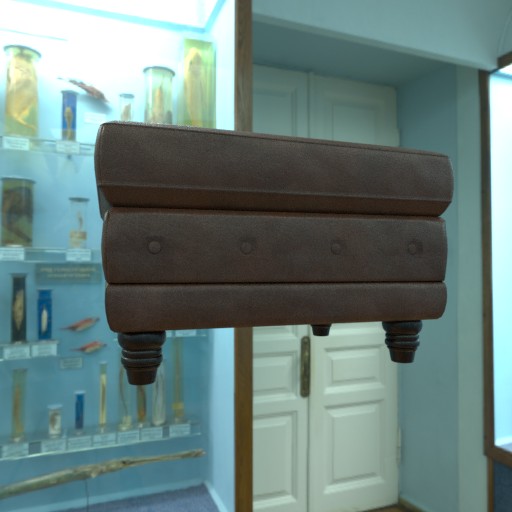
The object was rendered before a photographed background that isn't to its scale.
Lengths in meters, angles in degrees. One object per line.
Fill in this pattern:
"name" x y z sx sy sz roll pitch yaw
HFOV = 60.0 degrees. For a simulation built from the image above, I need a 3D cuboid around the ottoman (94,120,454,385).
"ottoman" 0.000 0.000 1.172 0.795 0.509 0.588 0 -1 -19
